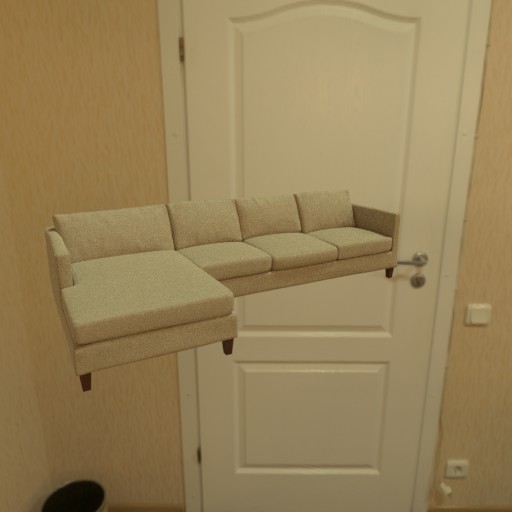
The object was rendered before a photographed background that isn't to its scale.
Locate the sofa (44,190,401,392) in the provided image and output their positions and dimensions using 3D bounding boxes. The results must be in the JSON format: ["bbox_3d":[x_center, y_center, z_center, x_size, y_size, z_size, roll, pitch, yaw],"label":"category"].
[{"bbox_3d":[0.000,0.000,3.831,3.186,0.846,1.625,-8,18,-27],"label":"sofa"}]
